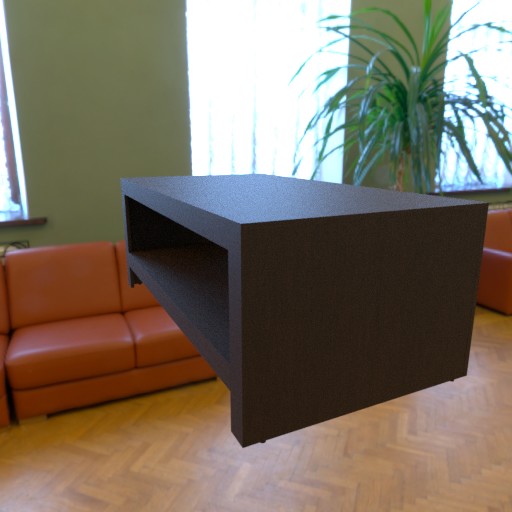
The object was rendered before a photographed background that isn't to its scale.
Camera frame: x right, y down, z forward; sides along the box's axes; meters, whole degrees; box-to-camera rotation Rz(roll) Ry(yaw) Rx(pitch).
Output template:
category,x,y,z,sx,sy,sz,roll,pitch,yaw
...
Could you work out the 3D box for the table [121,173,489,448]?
category,x,y,z,sx,sy,sz,roll,pitch,yaw
table,0.000,0.000,1.373,0.597,0.424,1.099,-7,16,-25
